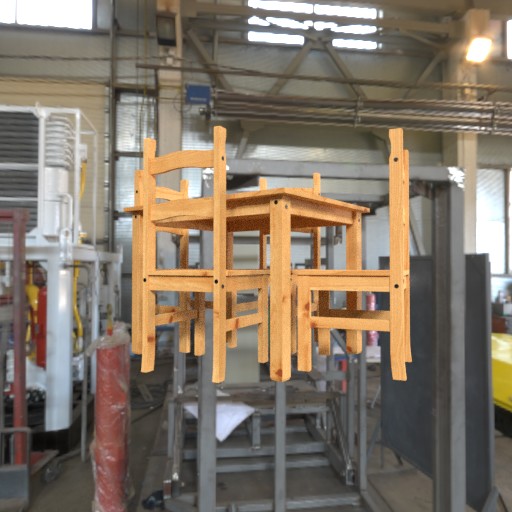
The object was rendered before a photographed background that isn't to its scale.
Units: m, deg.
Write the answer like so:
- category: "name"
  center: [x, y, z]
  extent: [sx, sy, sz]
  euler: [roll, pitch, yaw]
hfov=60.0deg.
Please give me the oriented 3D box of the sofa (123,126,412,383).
- category: "sofa"
  center: [0.000, 0.000, 2.239]
  extent: [1.529, 1.000, 1.144]
  euler: [-1, -1, 37]
